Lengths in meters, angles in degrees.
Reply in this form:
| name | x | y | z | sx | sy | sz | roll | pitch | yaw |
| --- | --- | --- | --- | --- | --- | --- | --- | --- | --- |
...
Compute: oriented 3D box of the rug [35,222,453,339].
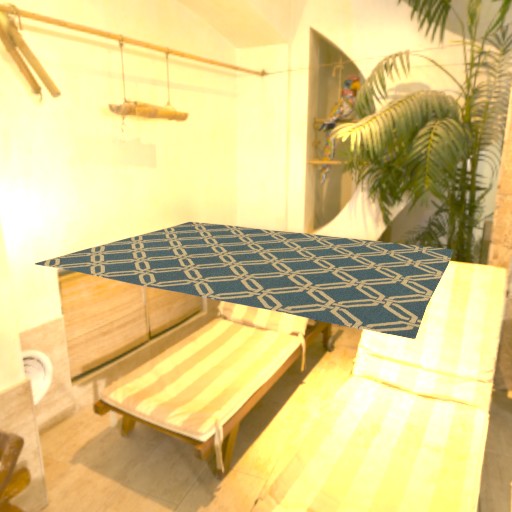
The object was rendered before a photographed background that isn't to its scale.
| name | x | y | z | sx | sy | sz | roll | pitch | yaw |
| --- | --- | --- | --- | --- | --- | --- | --- | --- | --- |
| rug | 0.000 | 0.000 | 2.735 | 2.135 | 0.013 | 1.524 | 8 | 17 | 27 |
